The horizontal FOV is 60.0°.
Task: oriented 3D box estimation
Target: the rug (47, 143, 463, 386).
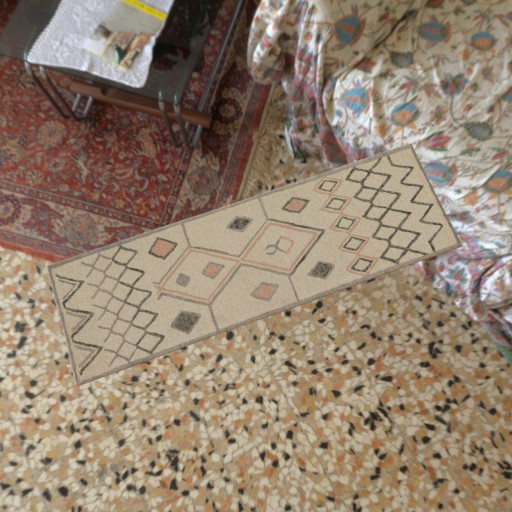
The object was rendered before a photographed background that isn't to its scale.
[{"bbox_3d":[0.000,0.000,2.708,2.435,0.011,0.750,-19,76,-5],"label":"rug"}]
